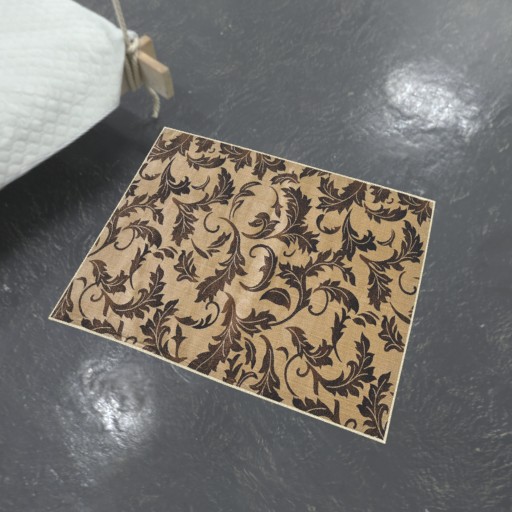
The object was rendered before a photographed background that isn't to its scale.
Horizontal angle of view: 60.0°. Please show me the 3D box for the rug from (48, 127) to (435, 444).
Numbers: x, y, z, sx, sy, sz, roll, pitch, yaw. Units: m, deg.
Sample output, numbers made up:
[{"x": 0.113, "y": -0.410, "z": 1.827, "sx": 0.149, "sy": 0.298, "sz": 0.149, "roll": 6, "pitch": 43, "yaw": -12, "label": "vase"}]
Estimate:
[{"x": 0.000, "y": 0.000, "z": 4.123, "sx": 2.977, "sy": 0.008, "sz": 2.380, "roll": 18, "pitch": 64, "yaw": 9, "label": "rug"}]
